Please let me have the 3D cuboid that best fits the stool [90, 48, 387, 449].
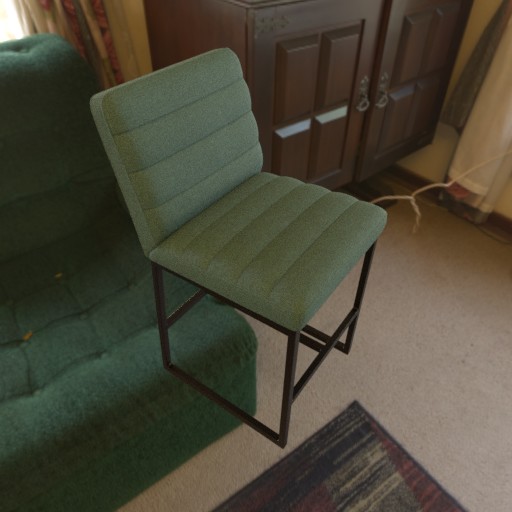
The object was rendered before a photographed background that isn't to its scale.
[{"bbox_3d":[0.000,0.000,1.245,0.560,0.940,0.460,25,46,26],"label":"stool"}]
